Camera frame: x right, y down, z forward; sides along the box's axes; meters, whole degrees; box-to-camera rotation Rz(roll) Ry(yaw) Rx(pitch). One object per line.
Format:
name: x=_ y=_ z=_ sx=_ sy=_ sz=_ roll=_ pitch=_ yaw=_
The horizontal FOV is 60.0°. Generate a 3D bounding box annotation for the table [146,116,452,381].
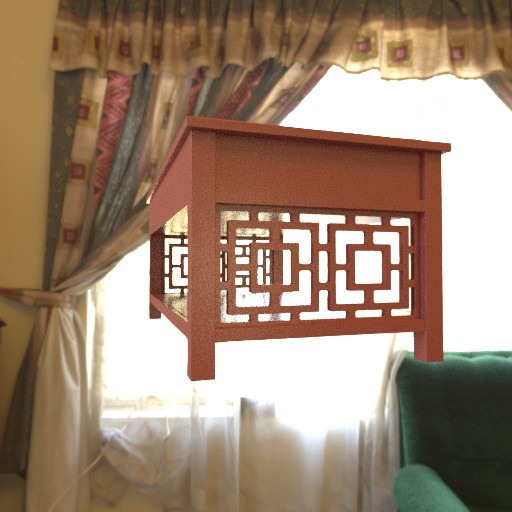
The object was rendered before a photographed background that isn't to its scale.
table: x=0.000 y=0.000 z=1.414 sx=0.612 sy=0.493 sz=1.068 roll=0 pitch=-1 yaw=-18
